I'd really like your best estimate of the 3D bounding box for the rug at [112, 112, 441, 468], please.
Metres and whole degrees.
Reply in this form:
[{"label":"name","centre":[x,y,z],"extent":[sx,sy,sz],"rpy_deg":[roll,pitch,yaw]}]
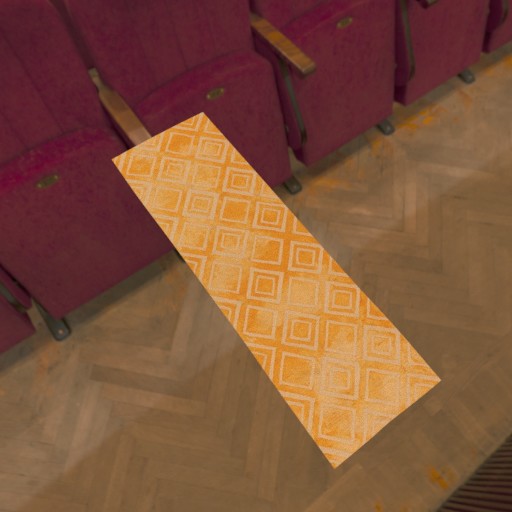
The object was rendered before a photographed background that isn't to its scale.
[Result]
[{"label":"rug","centre":[0.000,0.000,2.789],"extent":[0.775,0.010,2.438],"rpy_deg":[-33,68,-15]}]
